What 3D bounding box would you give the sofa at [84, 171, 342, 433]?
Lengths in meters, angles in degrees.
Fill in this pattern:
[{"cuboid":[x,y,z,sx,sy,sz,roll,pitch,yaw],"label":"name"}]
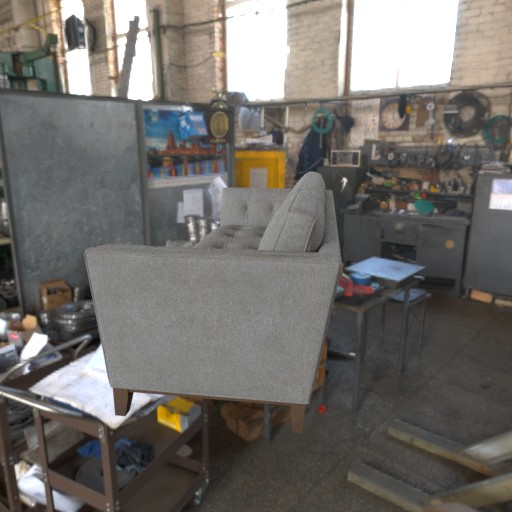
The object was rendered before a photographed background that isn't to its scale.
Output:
[{"cuboid":[0.000,0.000,2.813,0.965,0.940,2.387,2,15,8],"label":"sofa"}]
